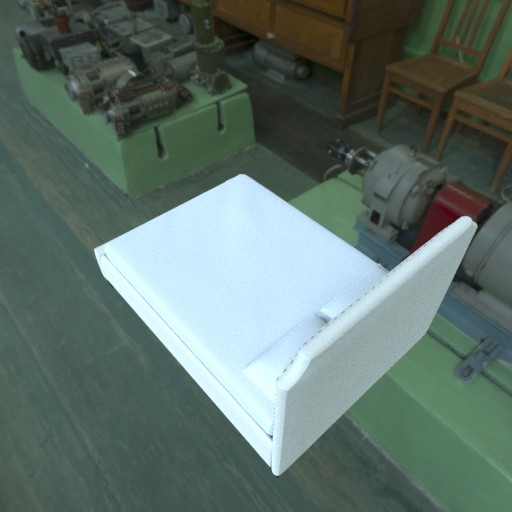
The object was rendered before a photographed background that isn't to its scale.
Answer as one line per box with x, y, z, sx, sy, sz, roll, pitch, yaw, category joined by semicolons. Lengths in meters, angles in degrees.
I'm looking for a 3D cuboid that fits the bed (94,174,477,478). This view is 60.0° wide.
0.000;0.000;3.423;1.712;1.443;2.372;-32;54;-28;bed
